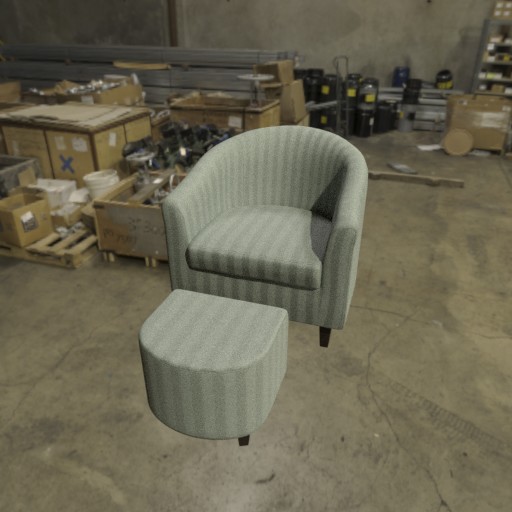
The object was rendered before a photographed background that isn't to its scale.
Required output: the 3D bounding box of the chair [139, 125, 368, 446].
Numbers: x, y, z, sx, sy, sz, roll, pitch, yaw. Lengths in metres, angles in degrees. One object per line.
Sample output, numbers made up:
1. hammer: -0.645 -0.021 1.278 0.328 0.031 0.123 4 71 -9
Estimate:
1. chair: 0.000 0.000 1.727 0.756 0.757 1.288 9 29 16
